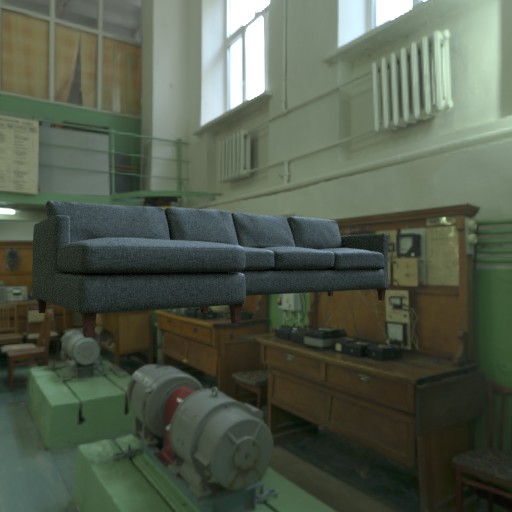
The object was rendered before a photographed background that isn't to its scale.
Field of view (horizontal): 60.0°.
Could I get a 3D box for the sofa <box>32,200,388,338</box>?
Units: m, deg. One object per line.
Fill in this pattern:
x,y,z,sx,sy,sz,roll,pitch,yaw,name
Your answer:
0.000,0.000,4.041,3.485,0.960,1.635,1,-1,-35,sofa
